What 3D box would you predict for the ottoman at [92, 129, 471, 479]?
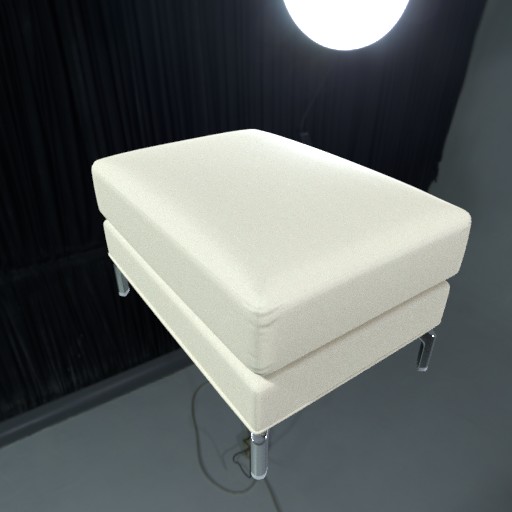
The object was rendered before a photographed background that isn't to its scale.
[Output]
[{"bbox_3d":[0.000,0.000,1.199,0.581,0.497,0.835,-20,37,-29],"label":"ottoman"}]
